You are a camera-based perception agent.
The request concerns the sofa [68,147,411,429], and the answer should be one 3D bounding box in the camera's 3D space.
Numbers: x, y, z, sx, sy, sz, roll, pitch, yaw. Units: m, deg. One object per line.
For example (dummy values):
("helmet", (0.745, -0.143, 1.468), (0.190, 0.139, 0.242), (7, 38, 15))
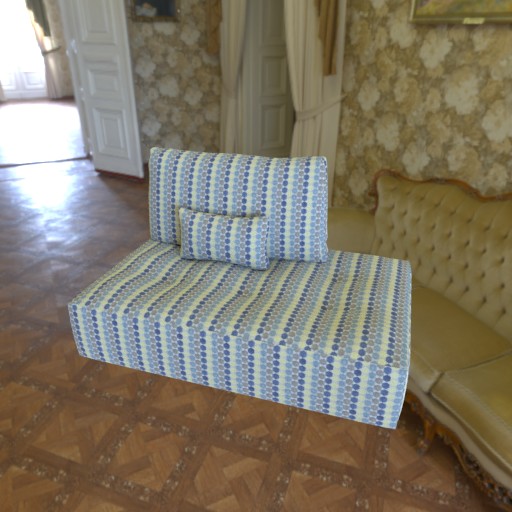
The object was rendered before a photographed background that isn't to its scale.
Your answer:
("sofa", (0.000, 0.000, 2.102), (1.450, 0.820, 1.000), (8, 28, 16))
